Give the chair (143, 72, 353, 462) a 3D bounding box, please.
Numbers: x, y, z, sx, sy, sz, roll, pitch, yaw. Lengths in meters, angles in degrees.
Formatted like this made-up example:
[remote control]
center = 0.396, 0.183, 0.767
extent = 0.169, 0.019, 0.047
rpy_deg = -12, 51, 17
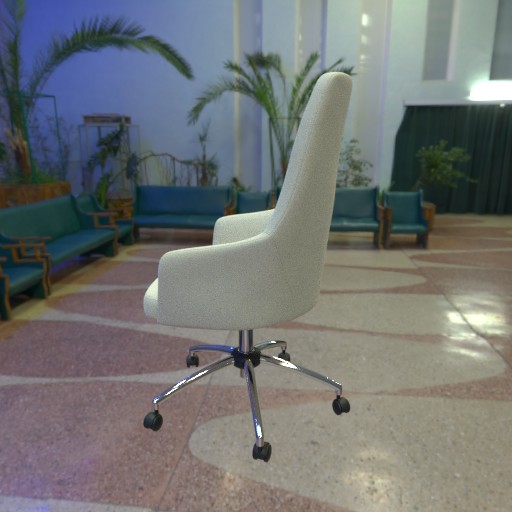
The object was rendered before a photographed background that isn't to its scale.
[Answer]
[chair]
center = 0.000, 0.000, 1.414
extent = 0.640, 1.049, 0.620
rpy_deg = 2, 15, 10
